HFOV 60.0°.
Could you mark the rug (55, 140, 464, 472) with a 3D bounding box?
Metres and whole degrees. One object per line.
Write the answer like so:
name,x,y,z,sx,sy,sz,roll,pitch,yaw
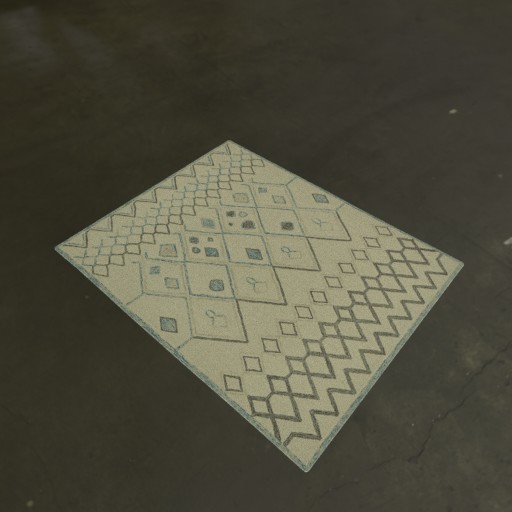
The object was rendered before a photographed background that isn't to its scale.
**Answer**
rug,0.000,0.000,4.215,3.056,0.013,2.441,33,56,26
